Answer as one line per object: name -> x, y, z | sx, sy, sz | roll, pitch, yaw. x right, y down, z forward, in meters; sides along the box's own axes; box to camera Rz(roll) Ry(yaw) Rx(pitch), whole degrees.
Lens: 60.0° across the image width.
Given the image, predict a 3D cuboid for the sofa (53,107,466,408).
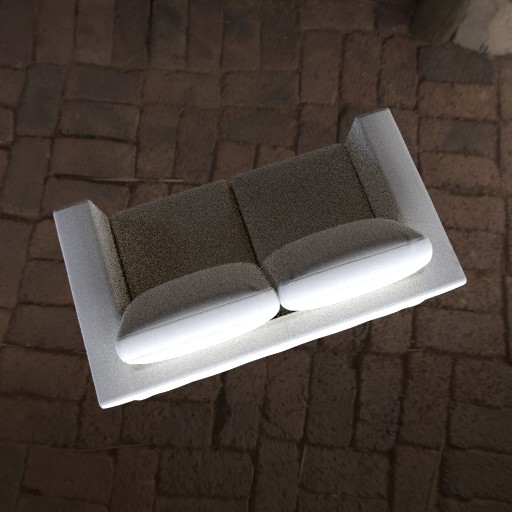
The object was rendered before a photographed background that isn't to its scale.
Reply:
sofa -> 0.000, 0.000, 2.342 | 1.813, 0.932, 1.009 | -18, 77, -4
